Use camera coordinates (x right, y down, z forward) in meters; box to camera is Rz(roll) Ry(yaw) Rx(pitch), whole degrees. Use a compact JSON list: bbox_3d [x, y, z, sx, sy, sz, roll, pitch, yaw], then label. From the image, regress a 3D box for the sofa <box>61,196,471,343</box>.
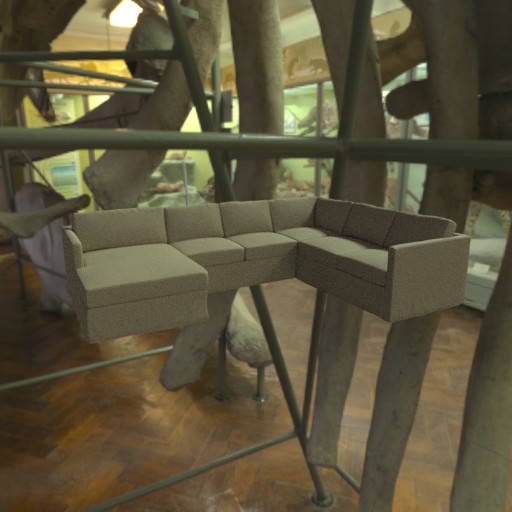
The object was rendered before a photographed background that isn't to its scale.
[{"bbox_3d":[0.000,0.000,4.605,3.528,0.878,2.476,-8,17,-27],"label":"sofa"}]
